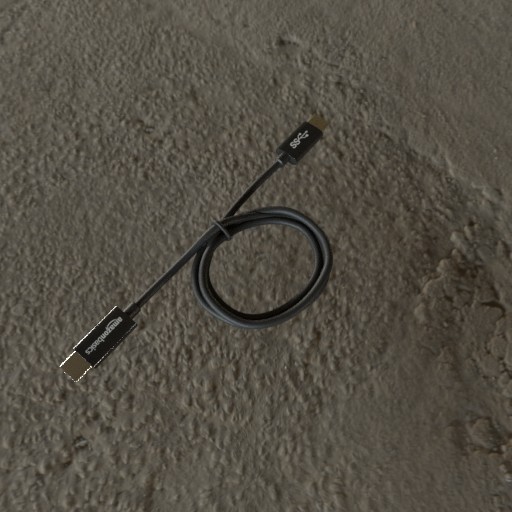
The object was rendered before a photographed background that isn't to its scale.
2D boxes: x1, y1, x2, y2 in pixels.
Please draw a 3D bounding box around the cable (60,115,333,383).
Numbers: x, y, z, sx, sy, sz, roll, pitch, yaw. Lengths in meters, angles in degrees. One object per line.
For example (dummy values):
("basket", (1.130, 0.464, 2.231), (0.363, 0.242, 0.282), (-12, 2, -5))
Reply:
("cable", (0.000, 0.000, 0.211), (0.070, 0.014, 0.186), (36, 68, 16))
